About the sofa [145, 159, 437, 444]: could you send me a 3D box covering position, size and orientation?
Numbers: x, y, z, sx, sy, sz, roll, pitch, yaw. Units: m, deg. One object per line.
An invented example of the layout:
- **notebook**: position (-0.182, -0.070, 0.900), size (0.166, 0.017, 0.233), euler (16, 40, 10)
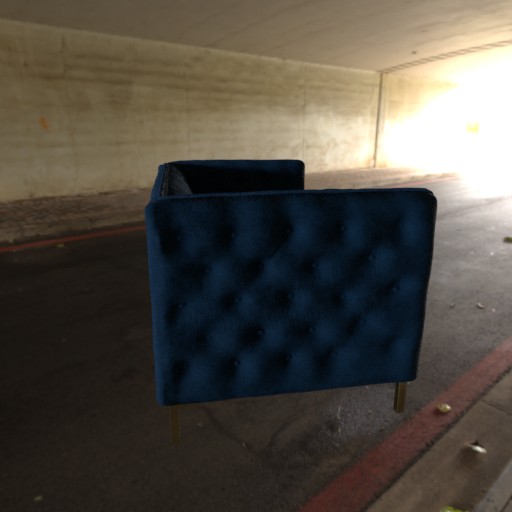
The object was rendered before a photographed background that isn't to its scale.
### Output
- **sofa**: position (0.000, 0.000, 2.098), size (0.909, 0.810, 1.583), euler (-3, 16, -10)
